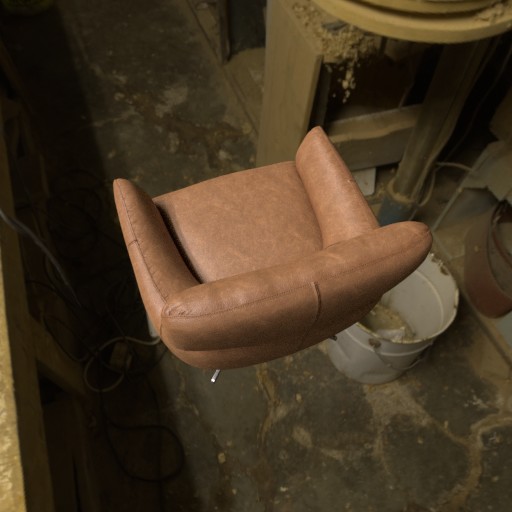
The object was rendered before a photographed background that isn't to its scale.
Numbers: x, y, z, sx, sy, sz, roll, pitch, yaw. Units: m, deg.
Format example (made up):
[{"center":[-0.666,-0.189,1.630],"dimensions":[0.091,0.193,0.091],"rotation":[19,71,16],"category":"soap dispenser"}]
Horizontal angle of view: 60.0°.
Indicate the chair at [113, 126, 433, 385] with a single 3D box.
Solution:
[{"center":[0.000,0.000,1.341],"dimensions":[0.706,0.812,0.715],"rotation":[-17,60,-10],"category":"chair"}]
